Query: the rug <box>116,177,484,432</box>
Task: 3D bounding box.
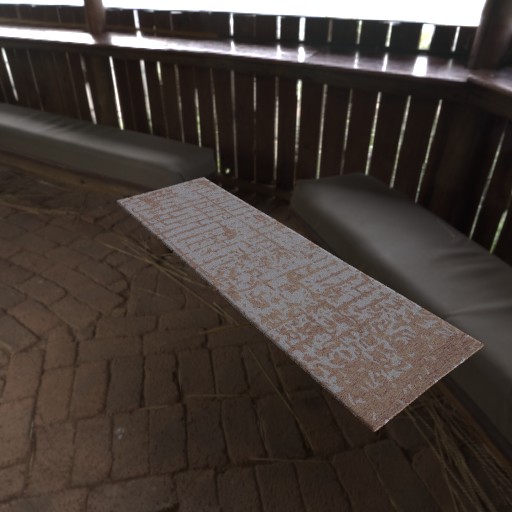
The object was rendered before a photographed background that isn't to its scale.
[{"bbox_3d":[0.000,0.000,2.633,0.750,0.011,2.435,-22,39,-30],"label":"rug"}]
